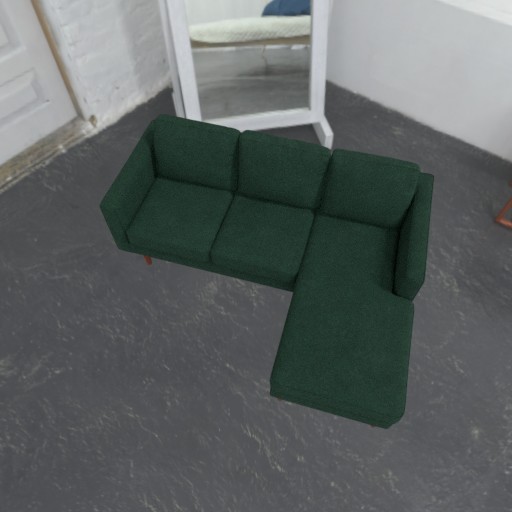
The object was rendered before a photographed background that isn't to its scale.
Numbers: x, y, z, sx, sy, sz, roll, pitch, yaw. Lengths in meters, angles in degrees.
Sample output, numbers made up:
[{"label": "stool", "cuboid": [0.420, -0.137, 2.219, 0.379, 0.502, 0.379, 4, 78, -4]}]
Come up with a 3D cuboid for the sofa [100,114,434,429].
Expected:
[{"label": "sofa", "cuboid": [0.000, 0.000, 2.858, 2.030, 0.899, 1.580, 13, 58, 9]}]
